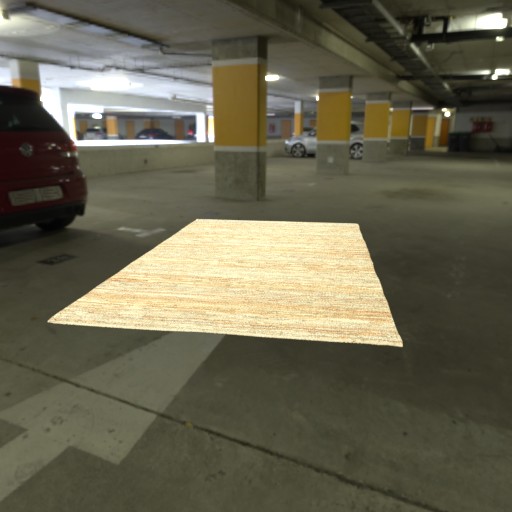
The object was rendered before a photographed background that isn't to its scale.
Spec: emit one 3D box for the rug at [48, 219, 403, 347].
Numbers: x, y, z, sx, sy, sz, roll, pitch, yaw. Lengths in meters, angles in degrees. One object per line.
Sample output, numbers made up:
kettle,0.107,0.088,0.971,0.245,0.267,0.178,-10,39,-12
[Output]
rug,0.000,0.000,2.999,1.529,0.009,2.446,2,16,8
